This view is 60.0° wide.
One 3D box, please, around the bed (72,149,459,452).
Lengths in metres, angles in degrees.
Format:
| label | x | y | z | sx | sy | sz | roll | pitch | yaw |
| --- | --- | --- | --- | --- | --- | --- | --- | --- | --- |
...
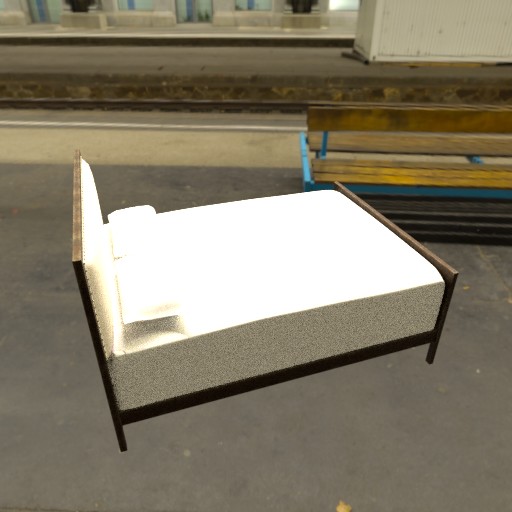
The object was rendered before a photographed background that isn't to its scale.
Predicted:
| label | x | y | z | sx | sy | sz | roll | pitch | yaw |
| --- | --- | --- | --- | --- | --- | --- | --- | --- | --- |
| bed | 0.000 | 0.000 | 3.195 | 2.221 | 1.313 | 1.607 | -10 | 33 | -16 |
